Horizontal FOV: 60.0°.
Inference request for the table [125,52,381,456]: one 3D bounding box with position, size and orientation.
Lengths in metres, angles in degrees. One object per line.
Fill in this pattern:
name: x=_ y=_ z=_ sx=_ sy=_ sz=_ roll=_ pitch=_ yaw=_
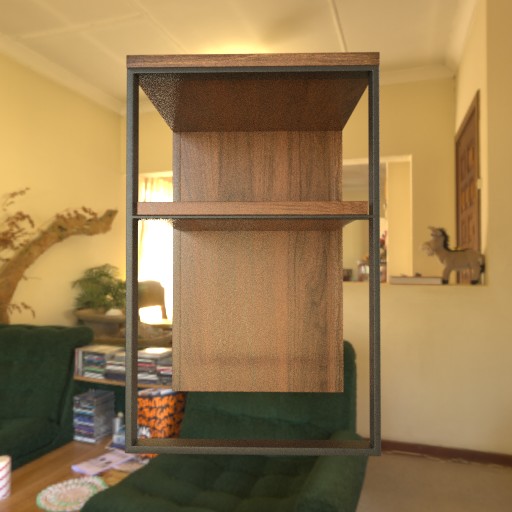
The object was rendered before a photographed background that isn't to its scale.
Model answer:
table: x=0.000 y=0.000 z=1.536 sx=0.660 sy=1.041 sz=0.786 roll=0 pitch=-1 yaw=1
